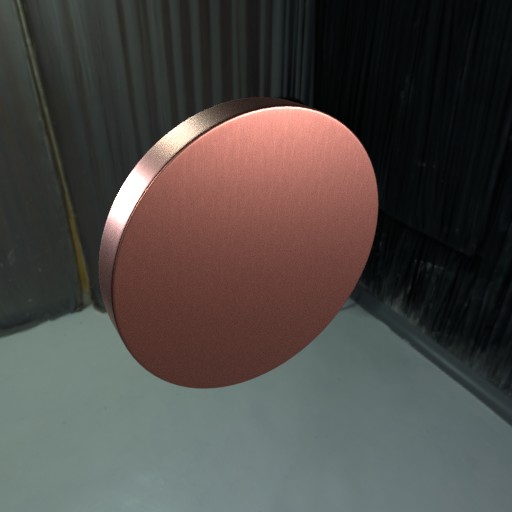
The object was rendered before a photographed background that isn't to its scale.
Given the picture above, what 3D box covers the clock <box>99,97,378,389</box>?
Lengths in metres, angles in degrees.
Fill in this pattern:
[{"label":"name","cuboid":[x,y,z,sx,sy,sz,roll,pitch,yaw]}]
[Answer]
[{"label":"clock","cuboid":[0.000,0.000,0.466,0.313,0.313,0.040,-18,36,-27]}]
